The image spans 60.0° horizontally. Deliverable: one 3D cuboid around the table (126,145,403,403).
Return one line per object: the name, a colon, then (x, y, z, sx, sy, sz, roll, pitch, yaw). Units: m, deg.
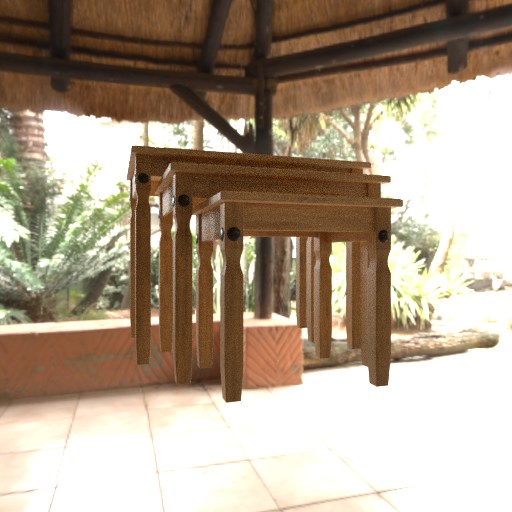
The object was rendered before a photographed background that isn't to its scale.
table: (0.000, 0.000, 1.210, 0.660, 0.535, 0.773, 0, 0, -18)
